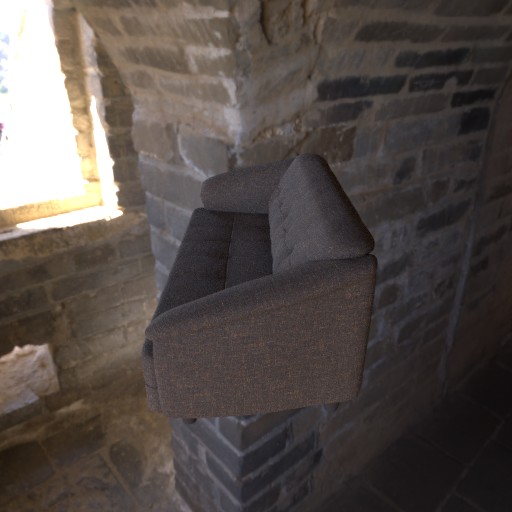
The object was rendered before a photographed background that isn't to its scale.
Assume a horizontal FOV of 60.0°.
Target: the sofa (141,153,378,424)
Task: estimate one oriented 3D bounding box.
[{"bbox_3d":[0.000,0.000,2.348,0.887,0.790,1.849,0,25,0],"label":"sofa"}]
